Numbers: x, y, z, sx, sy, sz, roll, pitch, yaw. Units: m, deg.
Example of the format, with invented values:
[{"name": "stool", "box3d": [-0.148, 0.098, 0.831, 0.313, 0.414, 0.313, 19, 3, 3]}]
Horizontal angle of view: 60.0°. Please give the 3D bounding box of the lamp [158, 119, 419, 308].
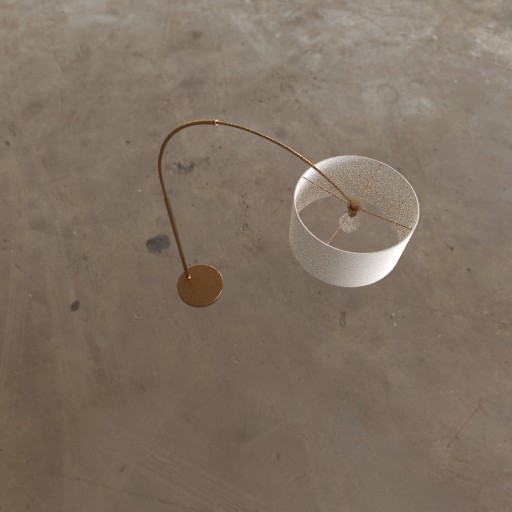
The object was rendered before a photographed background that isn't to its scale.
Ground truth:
[{"name": "lamp", "box3d": [0.000, 0.000, 2.603, 1.434, 1.927, 0.493, 29, 63, 16]}]
